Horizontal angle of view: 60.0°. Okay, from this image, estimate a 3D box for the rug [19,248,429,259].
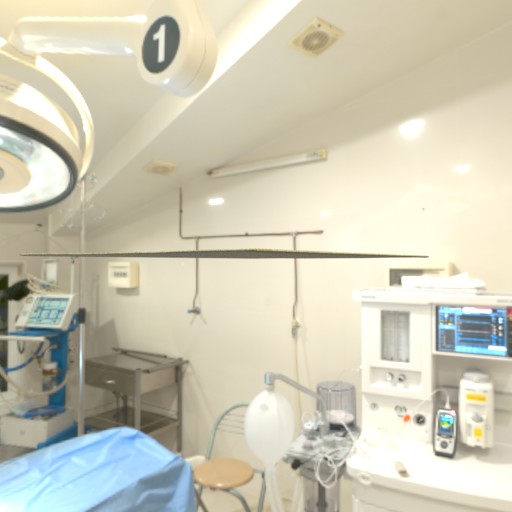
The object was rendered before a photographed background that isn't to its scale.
[{"bbox_3d":[0.000,0.000,2.909,1.606,0.017,2.270,-1,-1,36],"label":"rug"}]
